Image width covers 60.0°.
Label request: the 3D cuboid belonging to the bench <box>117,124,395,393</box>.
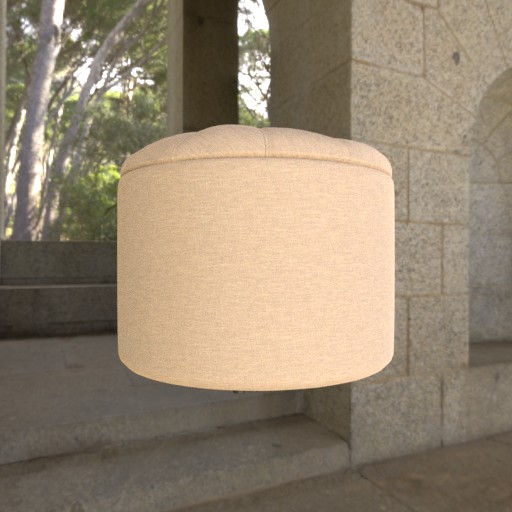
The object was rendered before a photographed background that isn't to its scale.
[{"bbox_3d":[0.000,0.000,1.005,0.600,0.454,0.600,0,0,0],"label":"bench"}]
